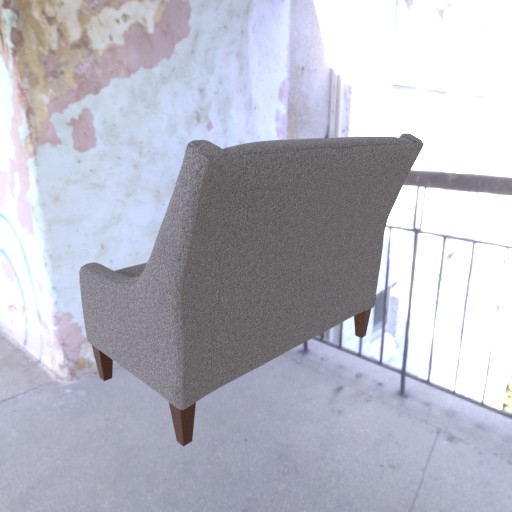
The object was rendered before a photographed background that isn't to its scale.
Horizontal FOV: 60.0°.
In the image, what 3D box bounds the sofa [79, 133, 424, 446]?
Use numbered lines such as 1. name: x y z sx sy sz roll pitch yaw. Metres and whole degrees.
1. sofa: 0.000 0.000 1.929 0.862 1.026 1.242 16 23 42
